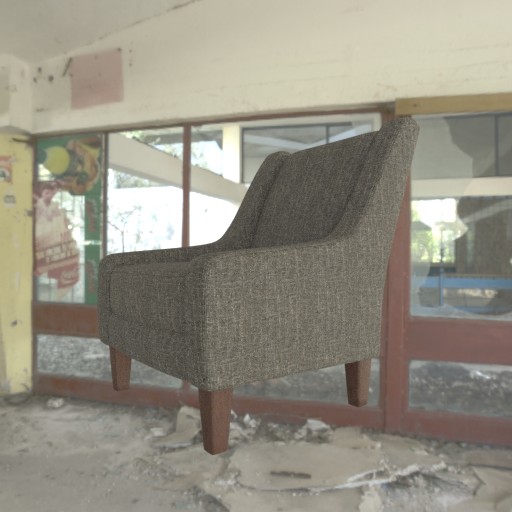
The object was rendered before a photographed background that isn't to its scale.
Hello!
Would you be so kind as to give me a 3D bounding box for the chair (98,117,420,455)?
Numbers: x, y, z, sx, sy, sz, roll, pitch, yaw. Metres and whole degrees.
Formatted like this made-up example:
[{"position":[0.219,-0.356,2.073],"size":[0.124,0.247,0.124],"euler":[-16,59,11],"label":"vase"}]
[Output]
[{"position":[0.000,0.000,1.656],"size":[0.944,1.012,0.793],"euler":[0,0,-38],"label":"chair"}]
